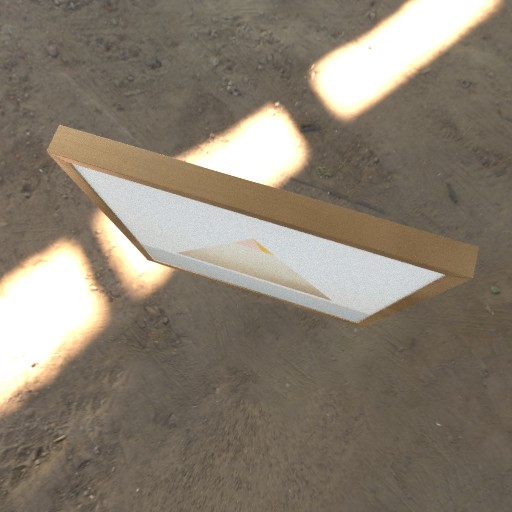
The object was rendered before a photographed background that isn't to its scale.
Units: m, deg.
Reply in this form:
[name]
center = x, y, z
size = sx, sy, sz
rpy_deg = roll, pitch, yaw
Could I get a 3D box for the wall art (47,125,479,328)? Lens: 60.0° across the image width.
[wall art]
center = 0.000, 0.000, 0.760
size = 0.513, 0.511, 0.038
rpy_deg = 17, 75, 5
